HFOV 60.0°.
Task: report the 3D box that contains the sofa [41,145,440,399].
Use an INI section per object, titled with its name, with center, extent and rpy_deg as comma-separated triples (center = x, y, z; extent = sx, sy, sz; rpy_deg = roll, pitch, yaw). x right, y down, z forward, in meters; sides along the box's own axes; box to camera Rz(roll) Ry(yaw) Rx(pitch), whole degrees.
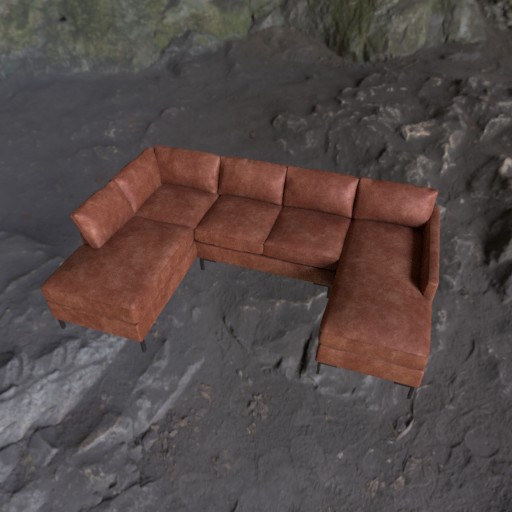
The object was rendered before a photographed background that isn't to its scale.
[sofa]
center = 0.000, 0.000, 3.848
extent = 2.956, 0.900, 1.939
rpy_deg = 12, 42, 14
